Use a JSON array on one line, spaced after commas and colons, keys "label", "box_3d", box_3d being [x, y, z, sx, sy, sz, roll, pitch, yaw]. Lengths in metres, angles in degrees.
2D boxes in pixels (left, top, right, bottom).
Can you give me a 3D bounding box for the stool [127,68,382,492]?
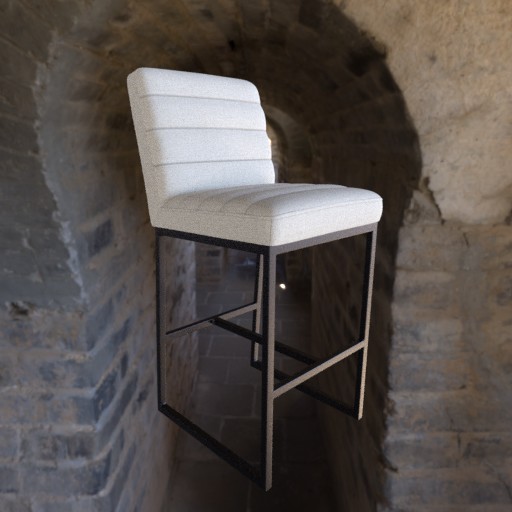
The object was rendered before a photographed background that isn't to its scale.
[{"label": "stool", "box_3d": [0.000, 0.000, 1.296, 0.460, 1.040, 0.560, -14, 20, -43]}]
